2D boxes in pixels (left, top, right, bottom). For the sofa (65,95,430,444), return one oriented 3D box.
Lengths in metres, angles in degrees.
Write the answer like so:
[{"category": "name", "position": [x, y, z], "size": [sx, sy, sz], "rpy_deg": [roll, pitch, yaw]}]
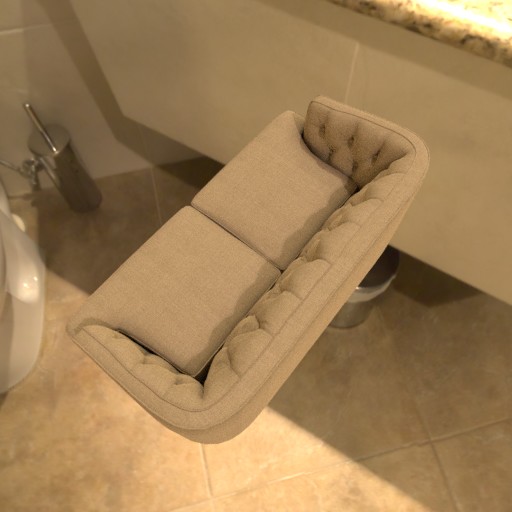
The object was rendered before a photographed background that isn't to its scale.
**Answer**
[{"category": "sofa", "position": [0.000, 0.000, 2.223], "size": [0.941, 0.855, 1.733], "rpy_deg": [36, 69, 16]}]
